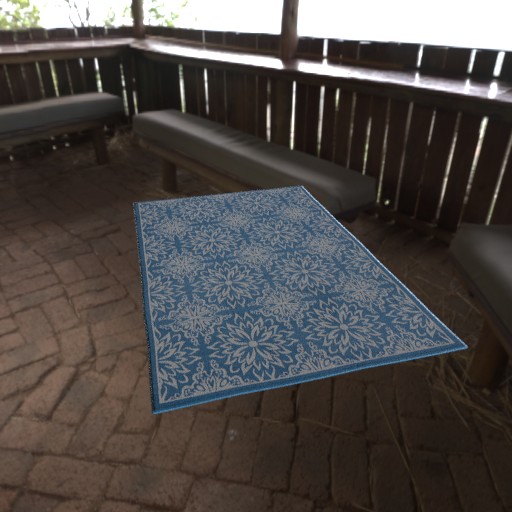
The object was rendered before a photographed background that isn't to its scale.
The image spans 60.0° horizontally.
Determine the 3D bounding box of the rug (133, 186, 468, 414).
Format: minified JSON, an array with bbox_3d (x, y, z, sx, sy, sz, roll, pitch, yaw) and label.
[{"bbox_3d":[0.000,0.000,3.560,1.830,0.018,2.769,-8,30,-13],"label":"rug"}]
